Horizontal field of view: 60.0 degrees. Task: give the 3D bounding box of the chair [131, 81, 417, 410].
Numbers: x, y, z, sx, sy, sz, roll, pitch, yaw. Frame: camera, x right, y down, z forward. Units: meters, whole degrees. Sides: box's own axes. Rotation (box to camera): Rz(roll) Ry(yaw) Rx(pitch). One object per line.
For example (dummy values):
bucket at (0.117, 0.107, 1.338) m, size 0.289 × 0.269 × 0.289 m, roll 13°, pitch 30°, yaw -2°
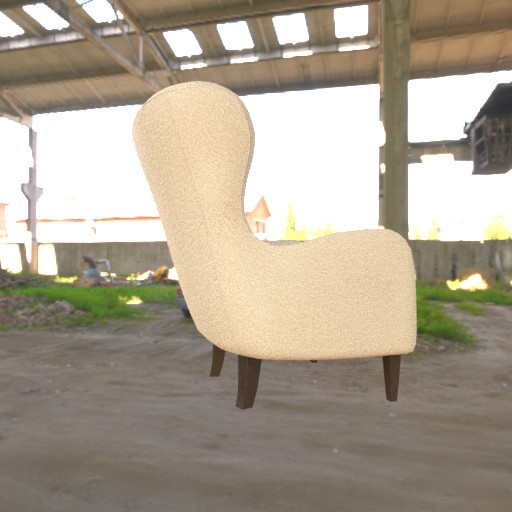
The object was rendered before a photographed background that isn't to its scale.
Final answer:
chair at (0.000, 0.000, 1.813) m, size 0.984 × 1.064 × 0.861 m, roll 0°, pitch -1°, yaw -18°
